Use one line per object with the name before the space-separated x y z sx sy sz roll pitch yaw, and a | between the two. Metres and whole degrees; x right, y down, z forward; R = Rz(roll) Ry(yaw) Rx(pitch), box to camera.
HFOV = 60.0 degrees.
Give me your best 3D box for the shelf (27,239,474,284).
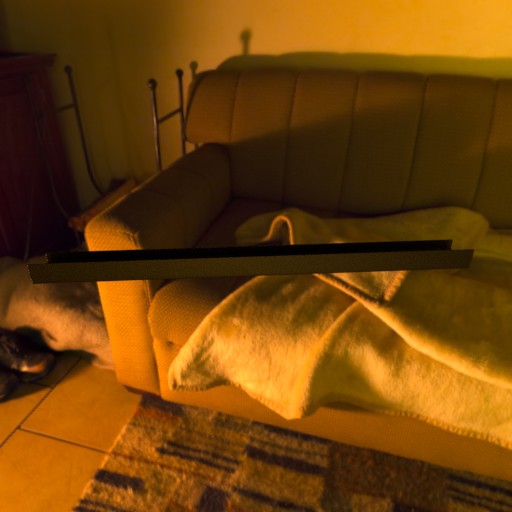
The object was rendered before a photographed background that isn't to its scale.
shelf | 0.000 0.000 0.965 0.924 0.049 0.092 -2 30 -3
